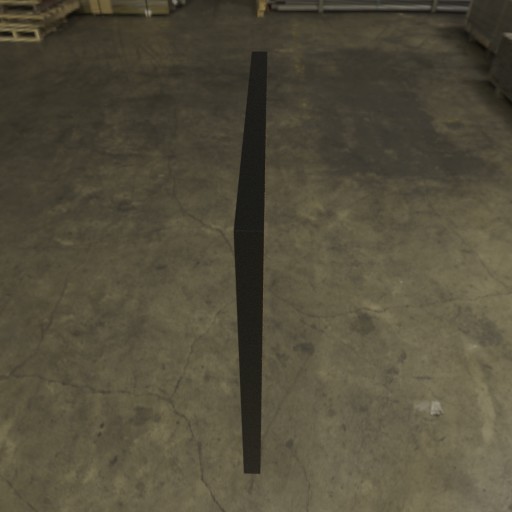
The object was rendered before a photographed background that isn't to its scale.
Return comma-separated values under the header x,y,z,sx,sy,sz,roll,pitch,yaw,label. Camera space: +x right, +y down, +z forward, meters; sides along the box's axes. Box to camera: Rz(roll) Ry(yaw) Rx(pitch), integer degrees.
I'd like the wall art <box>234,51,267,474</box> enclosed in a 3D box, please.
x,y,z,sx,sy,sz,roll,pitch,yaw,label
0.000,0.000,1.138,0.042,0.766,0.769,1,41,1,wall art
